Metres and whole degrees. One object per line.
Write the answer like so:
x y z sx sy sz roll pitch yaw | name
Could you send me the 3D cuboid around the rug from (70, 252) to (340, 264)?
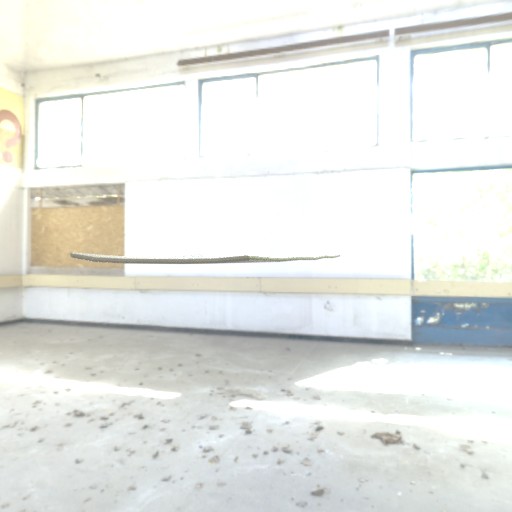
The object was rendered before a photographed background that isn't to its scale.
0.000 0.000 2.769 0.752 0.051 2.452 0 1 18 | rug
